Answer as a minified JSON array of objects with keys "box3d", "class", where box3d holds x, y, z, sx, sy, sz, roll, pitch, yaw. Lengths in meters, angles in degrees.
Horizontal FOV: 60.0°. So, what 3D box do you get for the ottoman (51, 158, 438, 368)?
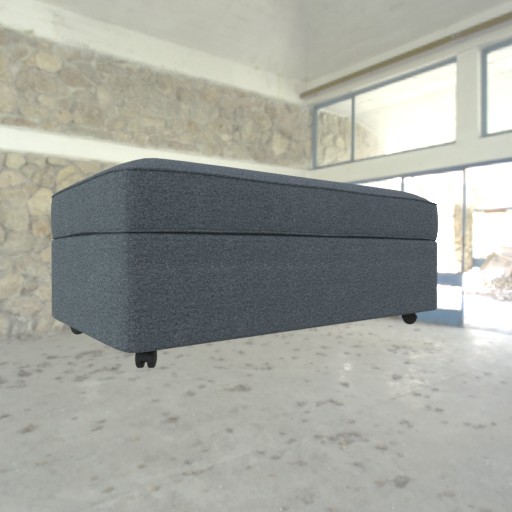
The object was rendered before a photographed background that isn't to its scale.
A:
[{"box3d":[0.000,0.000,1.512,1.173,0.494,0.681,0,1,-37],"class":"ottoman"}]
